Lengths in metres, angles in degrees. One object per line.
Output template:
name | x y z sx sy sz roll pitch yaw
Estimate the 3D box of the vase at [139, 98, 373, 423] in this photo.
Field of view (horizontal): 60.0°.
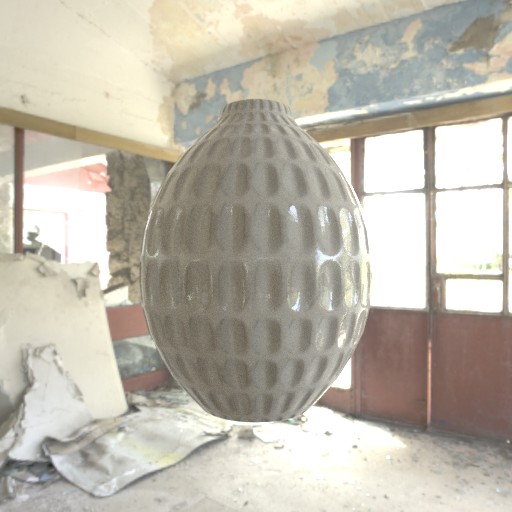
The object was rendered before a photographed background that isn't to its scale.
vase | 0.000 0.000 0.252 0.128 0.167 0.128 0 0 0
